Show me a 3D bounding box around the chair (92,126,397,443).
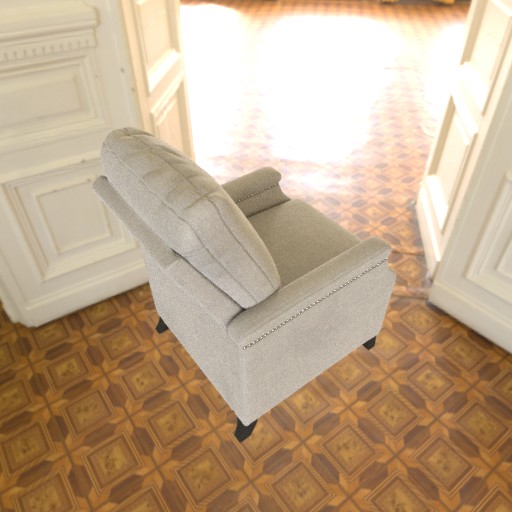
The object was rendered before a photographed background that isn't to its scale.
[{"bbox_3d":[0.000,0.000,1.681,0.922,1.049,0.710,-26,48,-27],"label":"chair"}]
